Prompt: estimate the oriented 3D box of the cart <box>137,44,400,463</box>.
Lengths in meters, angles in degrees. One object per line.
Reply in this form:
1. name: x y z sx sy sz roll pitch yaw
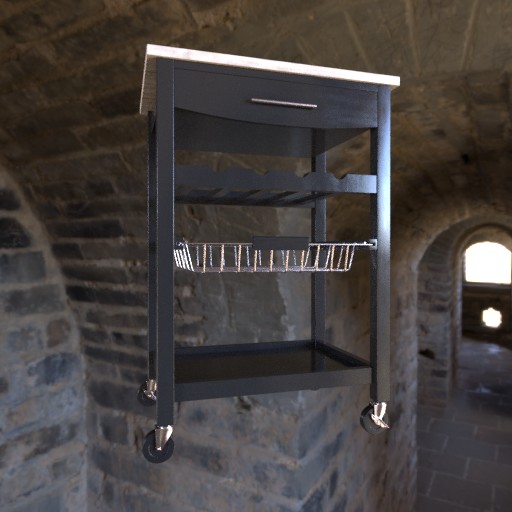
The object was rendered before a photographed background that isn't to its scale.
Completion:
1. cart: 0.000 0.000 1.144 0.584 0.839 0.403 0 0 -17
